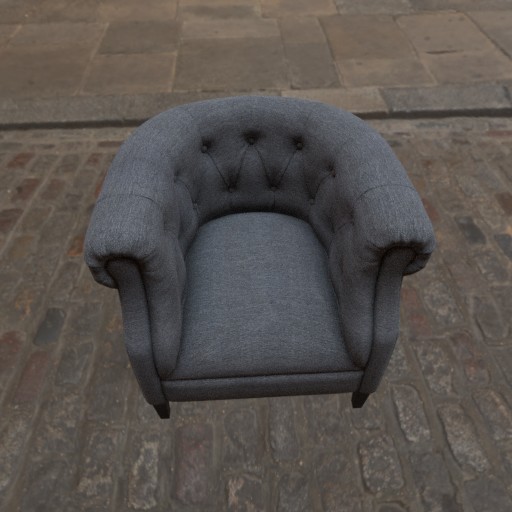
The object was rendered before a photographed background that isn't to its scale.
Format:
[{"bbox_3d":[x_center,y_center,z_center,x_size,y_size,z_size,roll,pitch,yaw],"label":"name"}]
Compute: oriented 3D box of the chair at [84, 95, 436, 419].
[{"bbox_3d":[0.000,0.000,1.550,0.905,0.827,0.852,-2,47,-2],"label":"chair"}]
